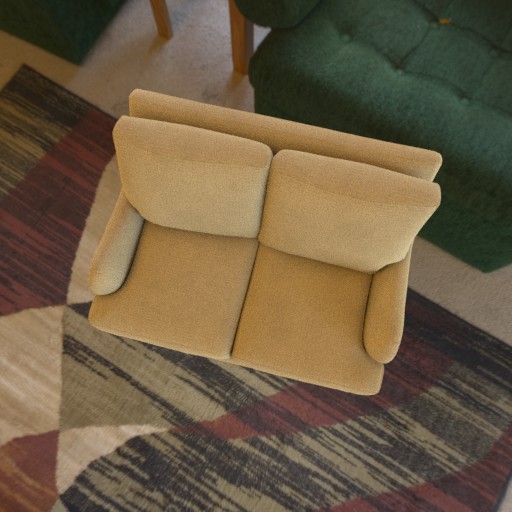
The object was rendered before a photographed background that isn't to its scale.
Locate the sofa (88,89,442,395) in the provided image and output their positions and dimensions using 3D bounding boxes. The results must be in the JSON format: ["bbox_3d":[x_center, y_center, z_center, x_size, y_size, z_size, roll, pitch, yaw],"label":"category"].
[{"bbox_3d":[0.000,0.000,2.236,1.480,0.999,1.087,13,76,3],"label":"sofa"}]
